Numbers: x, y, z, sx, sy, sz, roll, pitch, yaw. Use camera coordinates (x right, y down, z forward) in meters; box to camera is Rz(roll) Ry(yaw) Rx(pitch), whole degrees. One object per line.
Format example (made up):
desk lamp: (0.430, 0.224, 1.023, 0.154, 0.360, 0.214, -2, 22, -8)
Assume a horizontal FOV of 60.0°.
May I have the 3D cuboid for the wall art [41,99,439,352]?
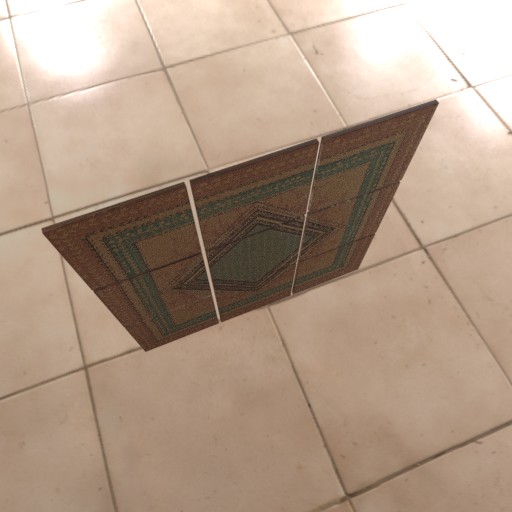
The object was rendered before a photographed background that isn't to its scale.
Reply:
wall art: (0.000, 0.000, 1.362, 0.915, 0.914, 0.013, -20, 65, -10)
